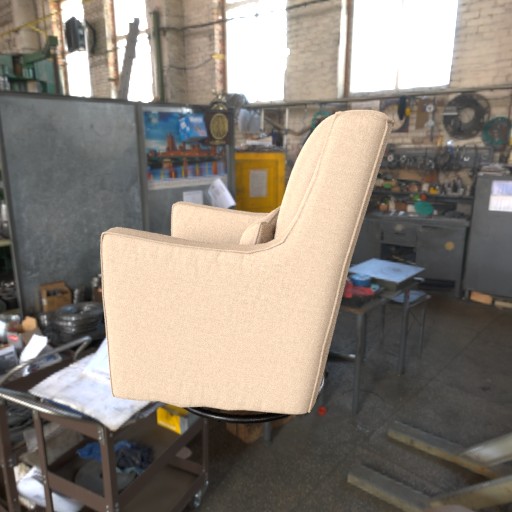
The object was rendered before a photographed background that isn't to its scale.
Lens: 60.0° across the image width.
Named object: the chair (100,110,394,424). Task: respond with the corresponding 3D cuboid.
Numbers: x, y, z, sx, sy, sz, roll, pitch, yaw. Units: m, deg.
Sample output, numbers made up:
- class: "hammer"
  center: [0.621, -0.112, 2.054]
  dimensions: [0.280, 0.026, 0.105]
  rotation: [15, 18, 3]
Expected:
- class: "chair"
  center: [0.000, 0.000, 1.617]
  dimensions: [0.879, 0.993, 0.732]
  rotation: [2, 14, 8]
